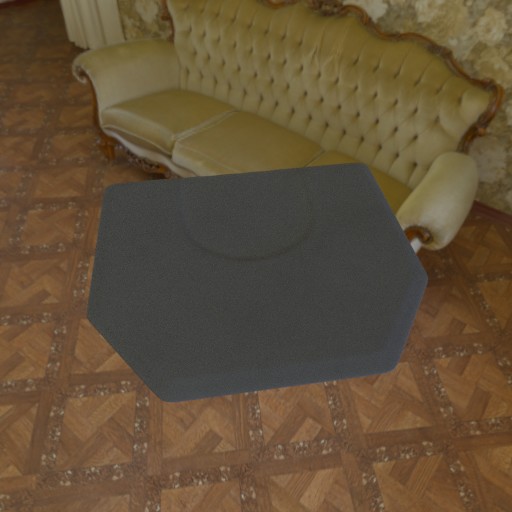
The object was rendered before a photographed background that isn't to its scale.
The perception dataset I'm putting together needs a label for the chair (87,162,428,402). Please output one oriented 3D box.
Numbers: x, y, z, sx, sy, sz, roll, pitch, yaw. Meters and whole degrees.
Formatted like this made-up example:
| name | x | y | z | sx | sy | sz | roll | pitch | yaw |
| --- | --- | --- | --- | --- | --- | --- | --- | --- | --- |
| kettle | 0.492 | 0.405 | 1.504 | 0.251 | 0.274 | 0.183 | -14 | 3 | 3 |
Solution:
| name | x | y | z | sx | sy | sz | roll | pitch | yaw |
| --- | --- | --- | --- | --- | --- | --- | --- | --- | --- |
| chair | 0.000 | 0.000 | 1.899 | 1.372 | 0.024 | 1.219 | -6 | 47 | -6 |
